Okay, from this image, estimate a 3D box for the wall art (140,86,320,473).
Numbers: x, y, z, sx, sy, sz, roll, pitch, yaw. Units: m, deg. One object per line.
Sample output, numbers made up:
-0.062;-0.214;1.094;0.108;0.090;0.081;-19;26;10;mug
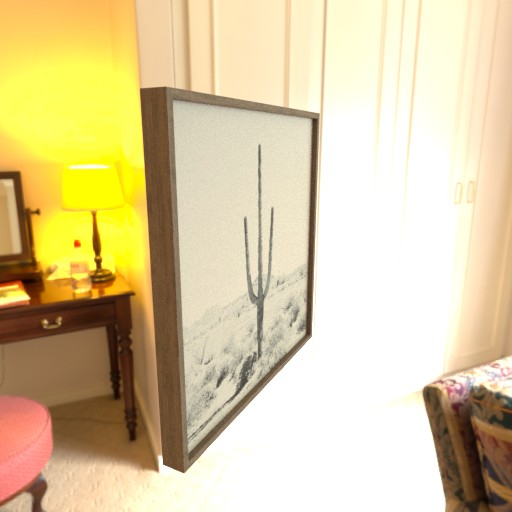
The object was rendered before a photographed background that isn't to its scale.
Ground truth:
0.000;0.000;0.783;0.038;0.508;0.508;7;16;27;wall art
